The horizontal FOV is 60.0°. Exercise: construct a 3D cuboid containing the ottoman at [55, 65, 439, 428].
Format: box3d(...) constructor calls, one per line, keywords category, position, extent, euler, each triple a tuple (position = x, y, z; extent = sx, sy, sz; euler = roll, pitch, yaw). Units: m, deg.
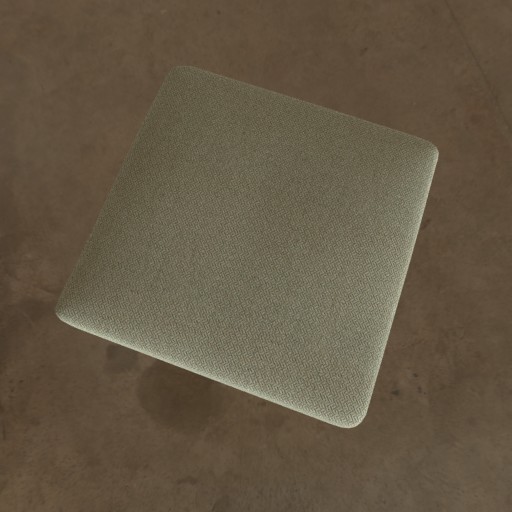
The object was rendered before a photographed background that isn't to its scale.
box3d(category="ottoman", position=(0.000, 0.000, 0.918), extent=(0.521, 0.453, 0.512), euler=(19, 76, 5))
